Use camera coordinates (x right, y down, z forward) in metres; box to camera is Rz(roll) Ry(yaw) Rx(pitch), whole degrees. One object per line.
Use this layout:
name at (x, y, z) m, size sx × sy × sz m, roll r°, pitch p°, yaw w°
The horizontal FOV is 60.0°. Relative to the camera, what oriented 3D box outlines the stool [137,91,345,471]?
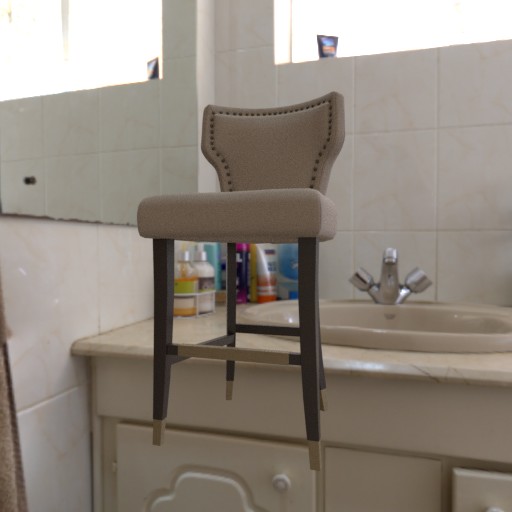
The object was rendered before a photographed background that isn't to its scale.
stool at (0.000, 0.000, 1.402) m, size 0.526 × 1.092 × 0.563 m, roll 0°, pitch 1°, yaw 18°
